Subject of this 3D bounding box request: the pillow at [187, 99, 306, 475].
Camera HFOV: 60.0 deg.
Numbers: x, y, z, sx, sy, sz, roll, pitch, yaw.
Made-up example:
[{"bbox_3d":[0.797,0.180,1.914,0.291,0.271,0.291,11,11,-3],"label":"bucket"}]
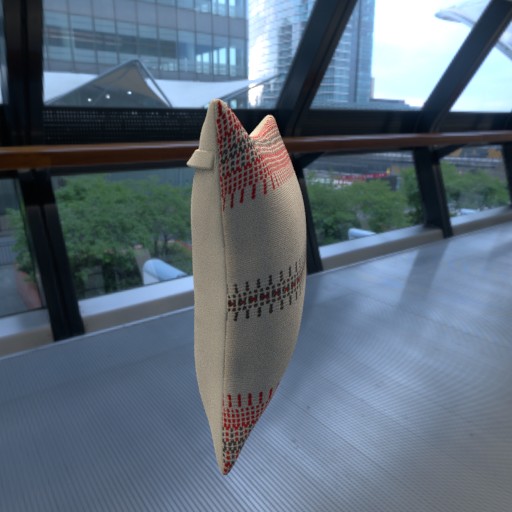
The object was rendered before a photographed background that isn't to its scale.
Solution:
[{"bbox_3d":[0.000,0.000,0.720,0.160,0.454,0.463,2,16,8],"label":"pillow"}]
